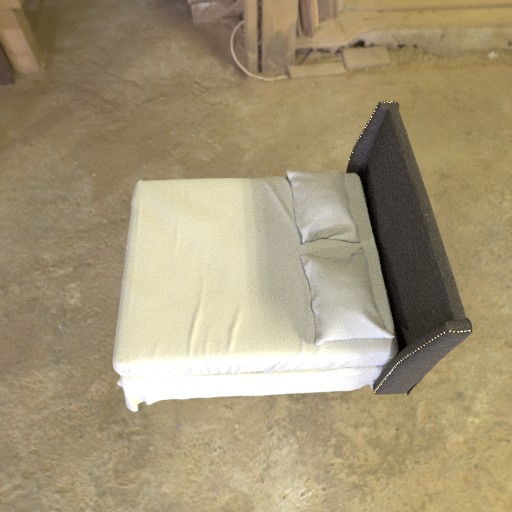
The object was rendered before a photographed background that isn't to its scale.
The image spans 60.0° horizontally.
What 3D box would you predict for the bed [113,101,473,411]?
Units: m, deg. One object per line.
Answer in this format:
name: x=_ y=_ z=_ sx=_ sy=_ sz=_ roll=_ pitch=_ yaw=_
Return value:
bed: x=0.000 y=0.000 z=3.397 sx=2.276 sy=1.332 sz=1.925 roll=-2 pitch=58 yaw=-1
